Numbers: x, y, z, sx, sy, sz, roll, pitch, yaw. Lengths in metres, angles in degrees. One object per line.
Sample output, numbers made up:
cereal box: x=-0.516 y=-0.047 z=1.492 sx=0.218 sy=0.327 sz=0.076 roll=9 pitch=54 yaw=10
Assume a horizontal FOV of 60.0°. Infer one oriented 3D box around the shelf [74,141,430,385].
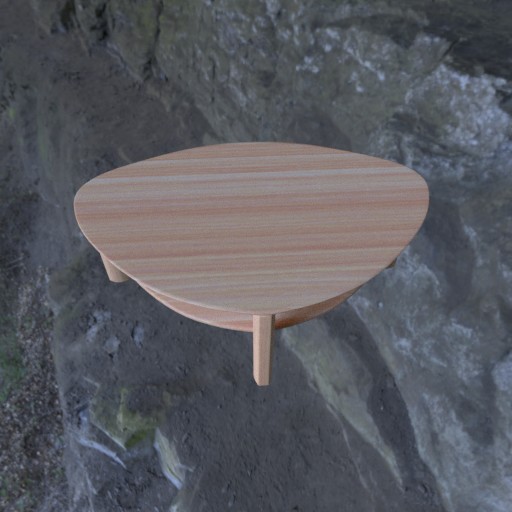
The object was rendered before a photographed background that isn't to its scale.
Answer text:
shelf: x=0.000 y=0.000 z=1.648 sx=1.246 sy=0.440 sz=0.845 roll=-3 pitch=47 yaw=-3
